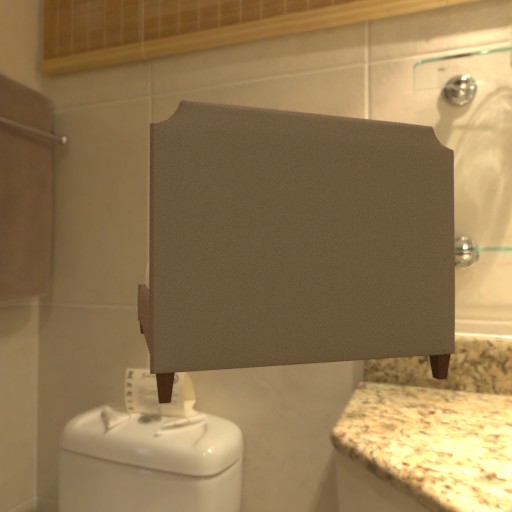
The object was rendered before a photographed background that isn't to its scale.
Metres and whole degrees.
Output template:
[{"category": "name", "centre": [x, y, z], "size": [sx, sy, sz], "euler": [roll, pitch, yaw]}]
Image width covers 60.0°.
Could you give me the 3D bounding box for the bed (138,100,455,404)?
[{"category": "bed", "centre": [0.000, 0.000, 3.398], "size": [1.713, 1.443, 2.372], "euler": [0, -1, -17]}]
